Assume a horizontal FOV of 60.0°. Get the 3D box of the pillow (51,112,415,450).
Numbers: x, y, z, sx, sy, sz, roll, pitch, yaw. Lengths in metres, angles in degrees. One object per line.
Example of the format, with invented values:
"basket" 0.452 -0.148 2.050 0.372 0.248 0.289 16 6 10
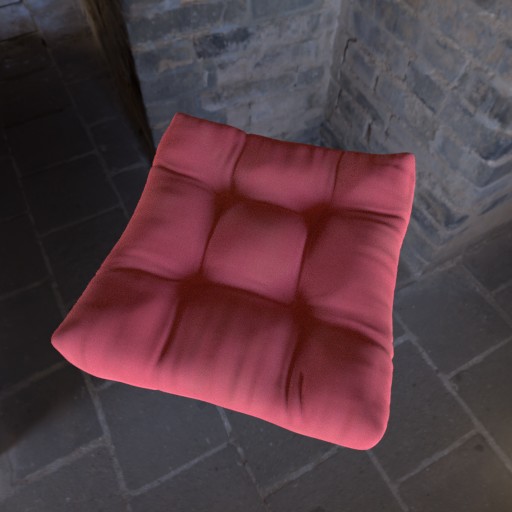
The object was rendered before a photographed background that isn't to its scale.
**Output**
"pillow" 0.000 0.000 0.718 0.468 0.128 0.490 13 60 8
